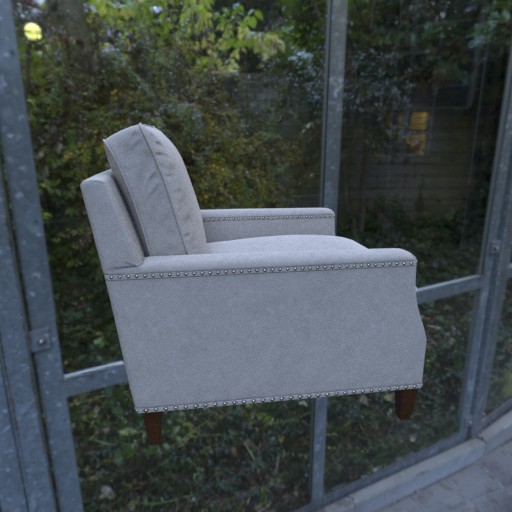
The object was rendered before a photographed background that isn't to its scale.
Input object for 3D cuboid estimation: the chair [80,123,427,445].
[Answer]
[{"bbox_3d":[0.000,0.000,1.659,1.014,0.943,0.853,-2,16,-8],"label":"chair"}]
